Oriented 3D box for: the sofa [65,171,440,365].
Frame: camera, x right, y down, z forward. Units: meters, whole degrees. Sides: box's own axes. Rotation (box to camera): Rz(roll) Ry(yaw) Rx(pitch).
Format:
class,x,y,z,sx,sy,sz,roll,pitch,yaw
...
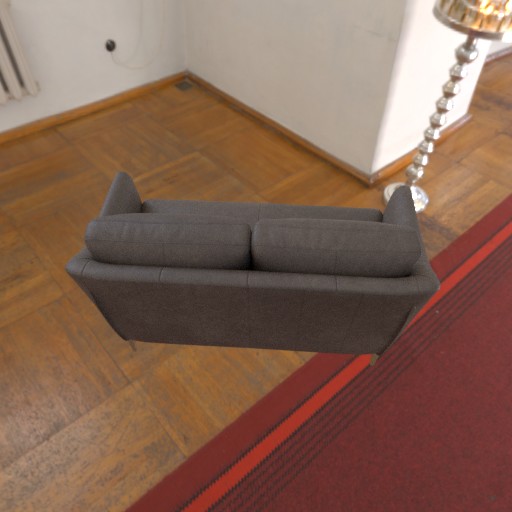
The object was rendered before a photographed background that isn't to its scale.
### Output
class,x,y,z,sx,sy,sz,roll,pitch,yaw
sofa,0.000,0.000,2.225,1.619,0.902,0.960,3,46,3
